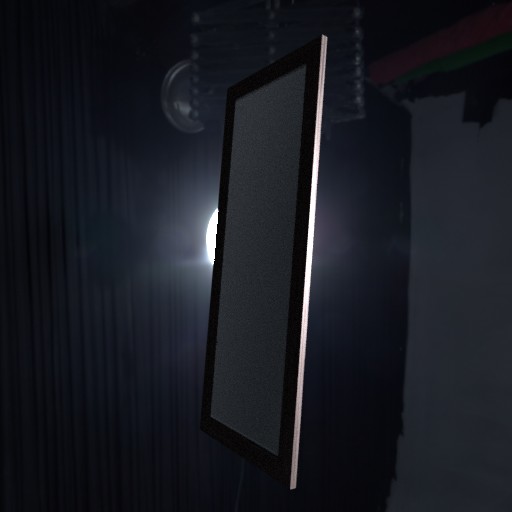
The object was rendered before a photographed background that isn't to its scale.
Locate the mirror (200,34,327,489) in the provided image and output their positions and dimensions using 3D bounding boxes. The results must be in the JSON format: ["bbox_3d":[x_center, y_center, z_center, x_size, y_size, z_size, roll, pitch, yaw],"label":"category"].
[{"bbox_3d":[0.000,0.000,2.306,0.221,2.020,0.812,0,0,-36],"label":"mirror"}]
